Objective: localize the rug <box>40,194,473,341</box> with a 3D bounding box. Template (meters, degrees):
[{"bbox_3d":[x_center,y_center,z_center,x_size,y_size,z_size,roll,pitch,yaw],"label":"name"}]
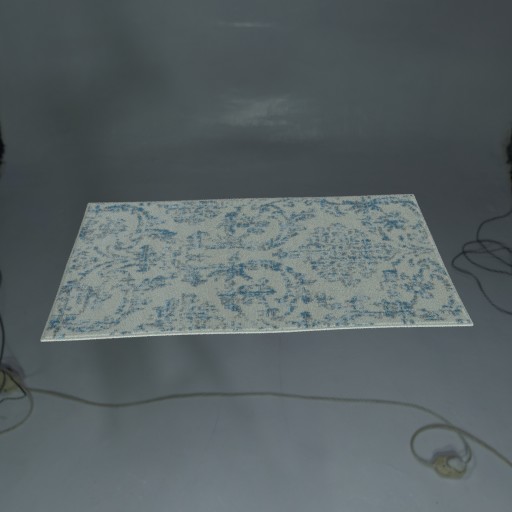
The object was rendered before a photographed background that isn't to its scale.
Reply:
[{"bbox_3d":[0.000,0.000,1.451,1.220,0.007,0.605,-2,46,-2],"label":"rug"}]
